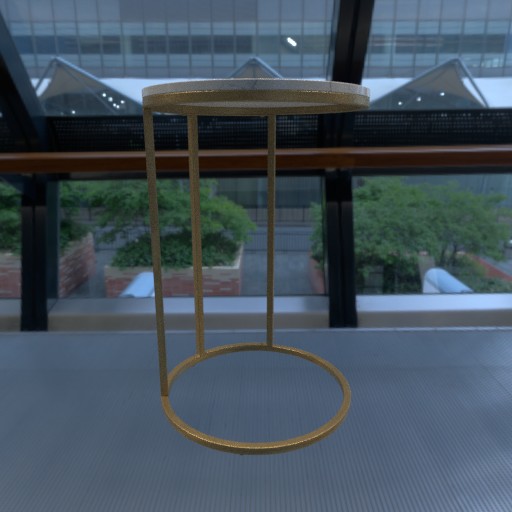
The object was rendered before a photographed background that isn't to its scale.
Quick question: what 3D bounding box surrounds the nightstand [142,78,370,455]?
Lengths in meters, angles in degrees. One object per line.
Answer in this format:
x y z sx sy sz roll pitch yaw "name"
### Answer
0.000 0.000 0.879 0.400 0.610 0.400 -14 21 -43 "nightstand"
